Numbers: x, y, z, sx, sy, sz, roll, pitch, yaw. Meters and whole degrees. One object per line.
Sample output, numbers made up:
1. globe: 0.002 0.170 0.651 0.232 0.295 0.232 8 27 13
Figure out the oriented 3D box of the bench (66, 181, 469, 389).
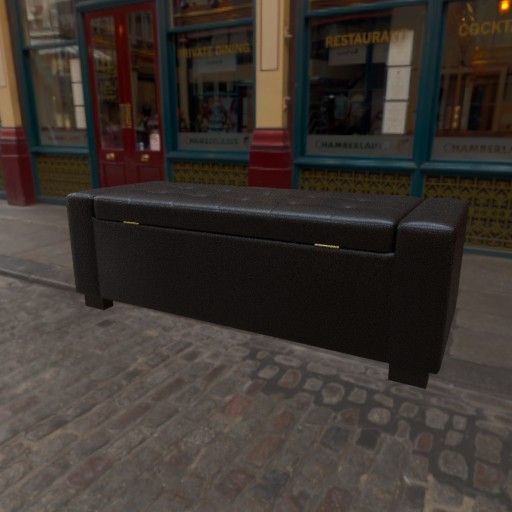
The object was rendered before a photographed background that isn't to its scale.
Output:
1. bench: 0.000 0.000 1.563 1.296 0.445 0.508 8 17 27
